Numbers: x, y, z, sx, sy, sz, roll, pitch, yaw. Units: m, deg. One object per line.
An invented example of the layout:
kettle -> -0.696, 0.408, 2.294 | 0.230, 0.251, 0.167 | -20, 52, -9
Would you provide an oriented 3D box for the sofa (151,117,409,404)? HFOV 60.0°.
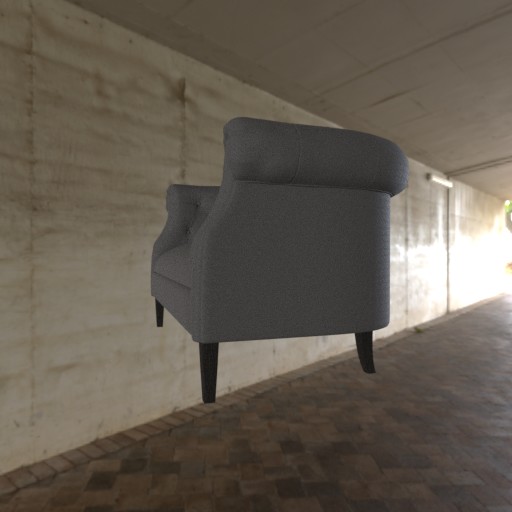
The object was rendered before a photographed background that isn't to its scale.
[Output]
sofa -> 0.000, 0.000, 2.029 | 0.835, 0.827, 1.558 | 0, 1, -18
